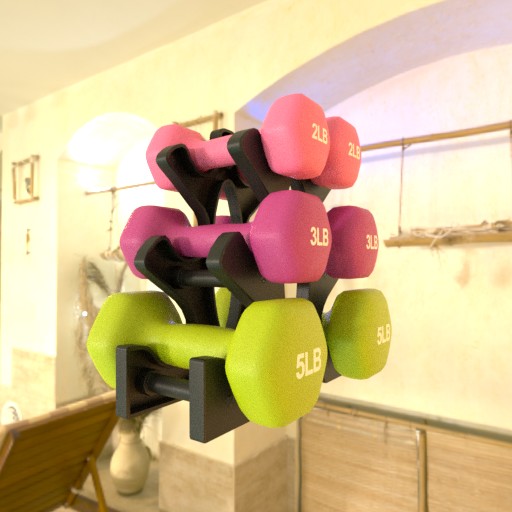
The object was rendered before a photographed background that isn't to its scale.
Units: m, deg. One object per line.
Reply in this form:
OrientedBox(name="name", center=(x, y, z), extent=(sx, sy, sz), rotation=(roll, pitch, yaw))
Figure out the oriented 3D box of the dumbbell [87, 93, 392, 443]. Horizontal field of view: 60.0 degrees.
OrientedBox(name="dumbbell", center=(0.000, 0.000, 0.435), extent=(0.203, 0.261, 0.257), rotation=(-1, -1, 35))
